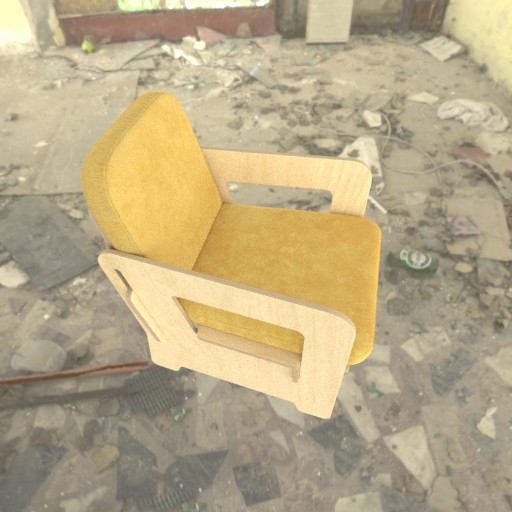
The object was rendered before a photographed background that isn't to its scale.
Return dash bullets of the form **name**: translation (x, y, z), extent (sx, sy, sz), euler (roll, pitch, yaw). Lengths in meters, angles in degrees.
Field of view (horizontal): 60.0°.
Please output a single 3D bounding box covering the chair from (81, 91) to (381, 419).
- **chair**: translation (0.000, 0.000, 1.293), extent (0.710, 0.800, 0.590), euler (10, 47, 9)
